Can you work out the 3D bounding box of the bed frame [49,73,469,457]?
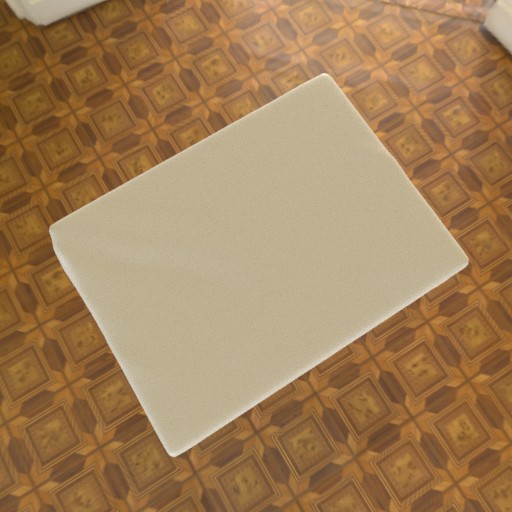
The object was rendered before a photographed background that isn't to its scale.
[{"bbox_3d":[0.000,0.000,2.961,2.151,0.667,1.584,-31,78,-7],"label":"bed frame"}]
